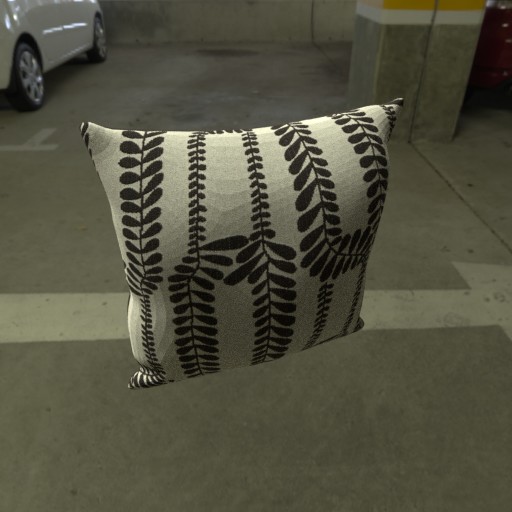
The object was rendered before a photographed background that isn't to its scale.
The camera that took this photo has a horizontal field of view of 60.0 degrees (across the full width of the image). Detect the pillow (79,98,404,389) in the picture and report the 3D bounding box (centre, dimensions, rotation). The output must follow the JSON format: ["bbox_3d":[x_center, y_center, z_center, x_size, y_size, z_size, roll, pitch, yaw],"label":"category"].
[{"bbox_3d":[0.000,0.000,0.669,0.440,0.441,0.182,-11,34,-16],"label":"pillow"}]
